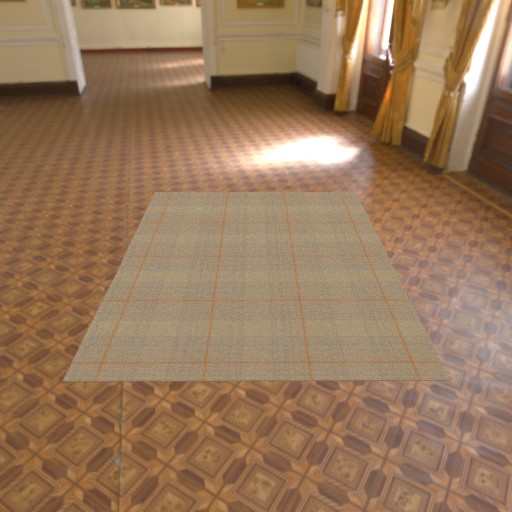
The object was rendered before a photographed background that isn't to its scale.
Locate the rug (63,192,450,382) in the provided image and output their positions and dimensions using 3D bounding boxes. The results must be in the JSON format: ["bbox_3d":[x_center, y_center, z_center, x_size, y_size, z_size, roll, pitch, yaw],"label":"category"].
[{"bbox_3d":[0.000,0.000,4.094,2.448,0.021,3.051,0,31,0],"label":"rug"}]
